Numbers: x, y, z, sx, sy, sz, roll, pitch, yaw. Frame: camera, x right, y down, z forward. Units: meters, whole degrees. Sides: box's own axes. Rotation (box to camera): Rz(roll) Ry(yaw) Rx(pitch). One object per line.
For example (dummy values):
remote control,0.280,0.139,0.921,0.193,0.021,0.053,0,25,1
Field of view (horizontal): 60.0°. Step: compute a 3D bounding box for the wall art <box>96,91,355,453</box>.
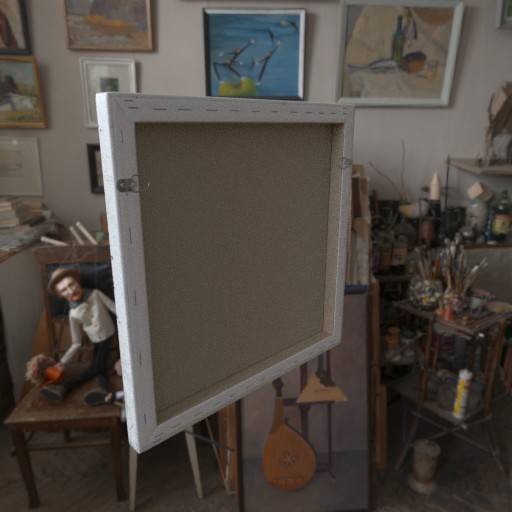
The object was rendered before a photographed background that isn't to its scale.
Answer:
wall art,0.000,0.000,0.917,0.610,0.611,0.040,-15,22,-42
